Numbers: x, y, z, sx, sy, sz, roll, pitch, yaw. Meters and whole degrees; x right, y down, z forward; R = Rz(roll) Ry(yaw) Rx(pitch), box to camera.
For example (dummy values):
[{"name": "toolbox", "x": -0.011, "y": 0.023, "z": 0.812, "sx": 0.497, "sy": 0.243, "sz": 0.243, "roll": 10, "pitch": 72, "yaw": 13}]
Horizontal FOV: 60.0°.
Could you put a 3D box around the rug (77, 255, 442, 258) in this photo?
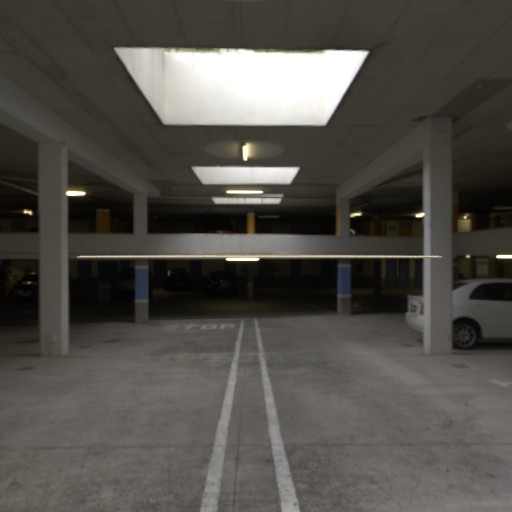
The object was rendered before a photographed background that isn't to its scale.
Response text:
[{"name": "rug", "x": 0.000, "y": 0.000, "z": 2.964, "sx": 1.522, "sy": 0.008, "sz": 2.284, "roll": 0, "pitch": 0, "yaw": -1}]
